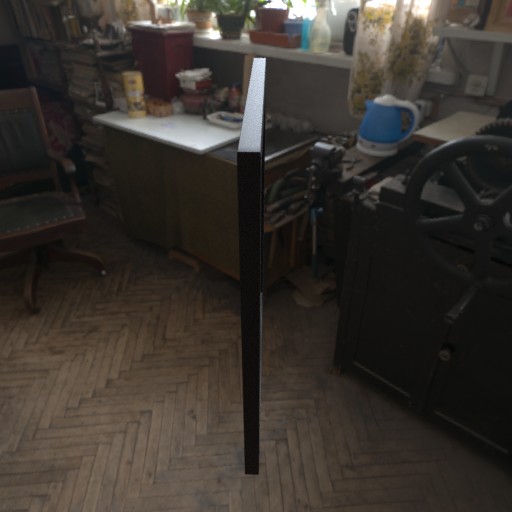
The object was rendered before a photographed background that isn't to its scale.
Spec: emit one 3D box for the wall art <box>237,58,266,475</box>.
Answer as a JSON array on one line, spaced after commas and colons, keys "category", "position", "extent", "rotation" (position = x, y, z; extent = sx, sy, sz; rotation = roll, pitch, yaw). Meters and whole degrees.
[{"category": "wall art", "position": [0.000, 0.000, 0.707], "extent": [0.021, 0.509, 0.430], "rotation": [1, 34, 1]}]
